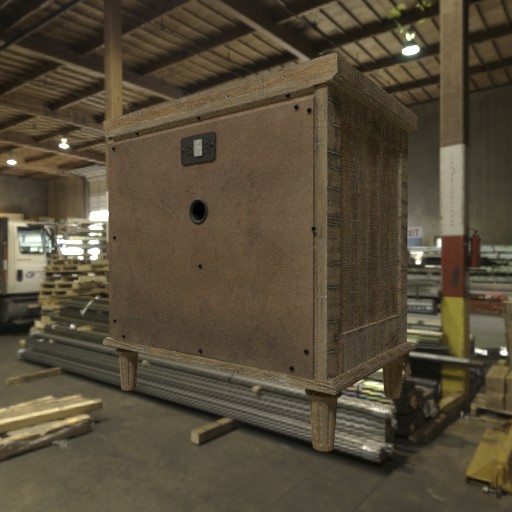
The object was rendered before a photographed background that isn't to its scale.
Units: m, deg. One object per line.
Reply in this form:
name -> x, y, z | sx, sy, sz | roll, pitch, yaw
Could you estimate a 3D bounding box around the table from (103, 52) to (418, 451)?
table -> 0.000, 0.000, 1.149 | 0.686, 0.711, 0.457 | 1, 1, 37
